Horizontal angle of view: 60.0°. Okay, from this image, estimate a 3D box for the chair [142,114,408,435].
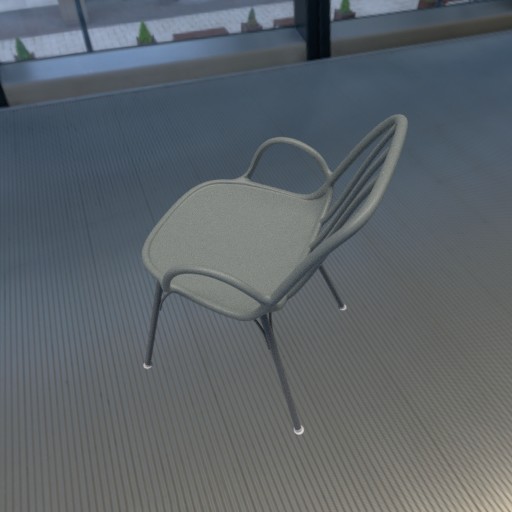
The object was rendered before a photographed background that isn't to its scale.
[{"bbox_3d":[0.000,0.000,1.216,0.597,0.816,0.549,17,49,15],"label":"chair"}]
